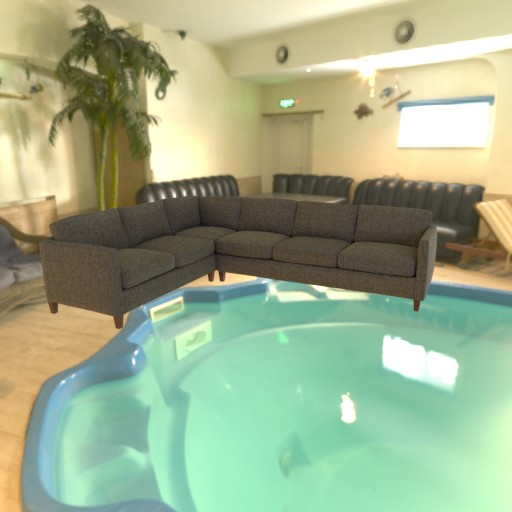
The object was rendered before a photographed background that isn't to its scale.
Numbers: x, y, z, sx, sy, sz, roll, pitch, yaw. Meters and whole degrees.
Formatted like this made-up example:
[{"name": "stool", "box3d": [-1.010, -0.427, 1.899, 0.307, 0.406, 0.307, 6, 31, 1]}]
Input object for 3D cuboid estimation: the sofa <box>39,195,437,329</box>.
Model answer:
[{"name": "sofa", "box3d": [0.000, 0.000, 4.574, 3.302, 0.947, 2.593, 7, 16, 25]}]
